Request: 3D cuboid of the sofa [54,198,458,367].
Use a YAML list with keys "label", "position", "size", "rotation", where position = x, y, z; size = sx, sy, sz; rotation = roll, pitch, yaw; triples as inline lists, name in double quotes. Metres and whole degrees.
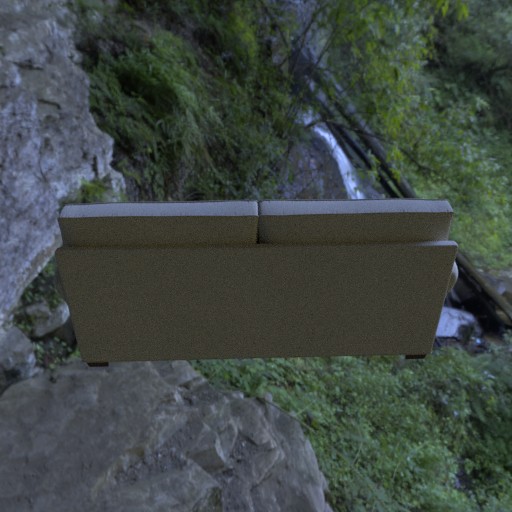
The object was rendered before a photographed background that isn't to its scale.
- label: "sofa"
  position: [0.000, 0.000, 2.700]
  size: [2.146, 0.962, 0.901]
  rotation: [-1, 30, -2]
